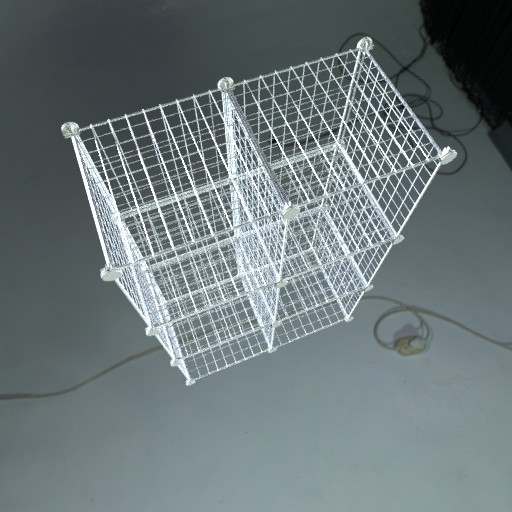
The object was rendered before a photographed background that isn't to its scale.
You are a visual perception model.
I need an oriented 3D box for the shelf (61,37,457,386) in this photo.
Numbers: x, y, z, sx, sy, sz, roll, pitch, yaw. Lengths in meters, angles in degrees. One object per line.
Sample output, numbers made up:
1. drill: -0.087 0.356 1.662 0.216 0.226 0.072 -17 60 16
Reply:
1. shelf: 0.000 0.000 1.355 0.711 1.067 0.356 -20 66 -9
